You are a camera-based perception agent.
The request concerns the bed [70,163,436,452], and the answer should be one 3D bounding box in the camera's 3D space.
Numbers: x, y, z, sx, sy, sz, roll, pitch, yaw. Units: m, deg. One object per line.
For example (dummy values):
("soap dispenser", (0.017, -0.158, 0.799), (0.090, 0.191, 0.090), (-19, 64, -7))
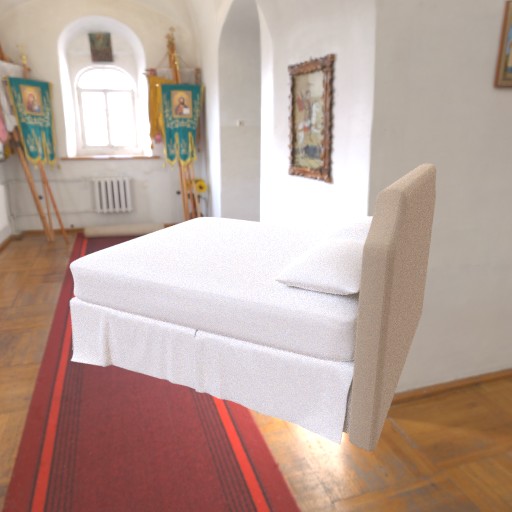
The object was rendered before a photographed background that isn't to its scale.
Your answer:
("bed", (0.000, 0.000, 3.231), (2.204, 1.301, 1.828), (8, 19, 25))
